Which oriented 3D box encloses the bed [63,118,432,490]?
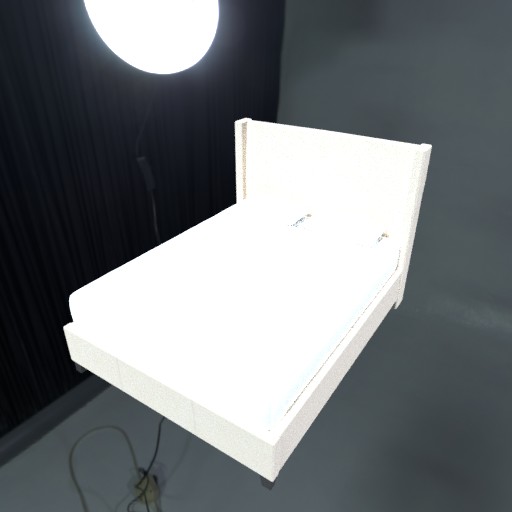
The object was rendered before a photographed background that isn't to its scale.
[{"bbox_3d":[0.000,0.000,3.397,1.778,1.471,2.293,18,34,29],"label":"bed"}]
